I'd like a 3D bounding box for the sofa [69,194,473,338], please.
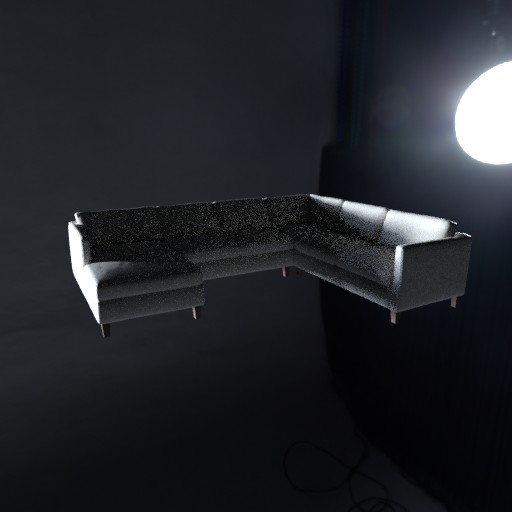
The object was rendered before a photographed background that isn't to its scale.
[{"bbox_3d":[0.000,0.000,4.471,3.238,0.853,2.551,-8,17,-27],"label":"sofa"}]
